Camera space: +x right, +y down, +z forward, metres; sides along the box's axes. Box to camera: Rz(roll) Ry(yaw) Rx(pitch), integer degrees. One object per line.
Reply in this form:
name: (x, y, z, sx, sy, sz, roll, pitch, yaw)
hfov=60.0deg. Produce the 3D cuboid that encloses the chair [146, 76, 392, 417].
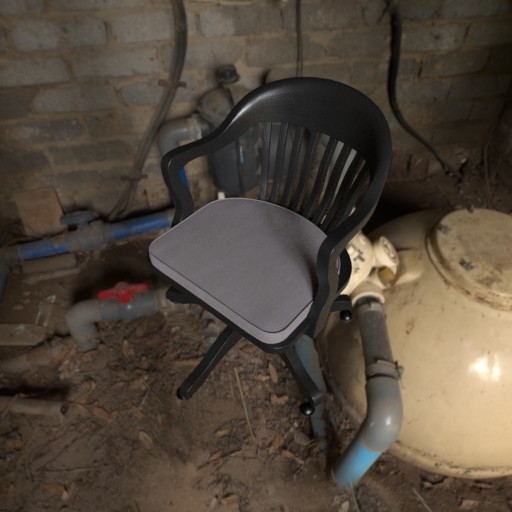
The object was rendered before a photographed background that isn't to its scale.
chair: (0.000, 0.000, 1.435, 0.750, 0.878, 0.788, 31, 54, 26)
